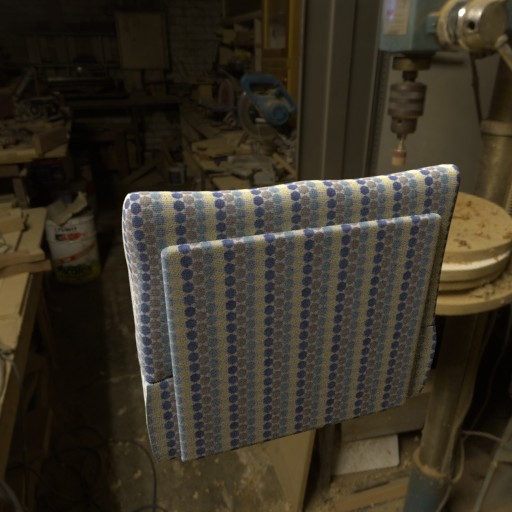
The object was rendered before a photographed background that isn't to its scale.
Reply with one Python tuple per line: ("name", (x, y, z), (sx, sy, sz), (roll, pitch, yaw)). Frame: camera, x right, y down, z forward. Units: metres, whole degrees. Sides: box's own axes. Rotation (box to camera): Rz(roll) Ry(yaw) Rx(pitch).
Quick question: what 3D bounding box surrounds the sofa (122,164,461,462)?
("sofa", (0.000, 0.000, 1.652), (0.930, 0.830, 1.000), (-8, 27, -16))
